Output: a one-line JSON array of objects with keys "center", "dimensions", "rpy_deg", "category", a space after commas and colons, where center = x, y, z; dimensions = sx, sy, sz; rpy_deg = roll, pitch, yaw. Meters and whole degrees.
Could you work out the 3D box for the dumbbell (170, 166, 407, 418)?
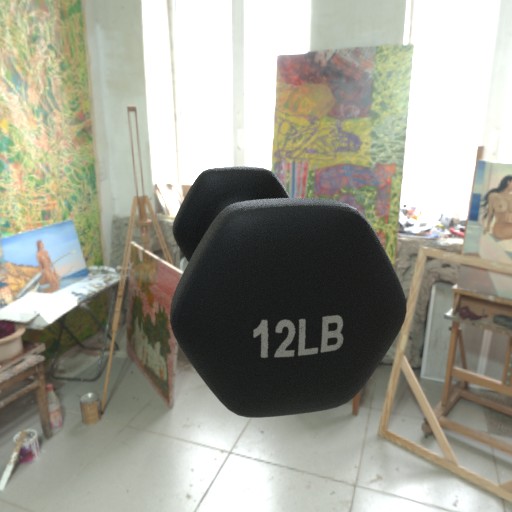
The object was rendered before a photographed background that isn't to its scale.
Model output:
[{"center": [0.000, 0.000, 0.294], "dimensions": [0.112, 0.101, 0.231], "rpy_deg": [-3, 16, -9], "category": "dumbbell"}]
